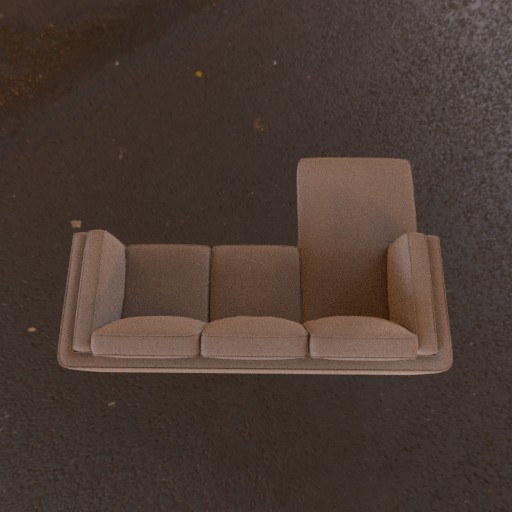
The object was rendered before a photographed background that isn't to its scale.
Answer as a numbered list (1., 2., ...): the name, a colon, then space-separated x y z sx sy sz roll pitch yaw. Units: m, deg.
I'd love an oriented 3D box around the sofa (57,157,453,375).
1. sofa: 0.000 0.000 3.146 2.411 0.929 1.604 1 73 0
